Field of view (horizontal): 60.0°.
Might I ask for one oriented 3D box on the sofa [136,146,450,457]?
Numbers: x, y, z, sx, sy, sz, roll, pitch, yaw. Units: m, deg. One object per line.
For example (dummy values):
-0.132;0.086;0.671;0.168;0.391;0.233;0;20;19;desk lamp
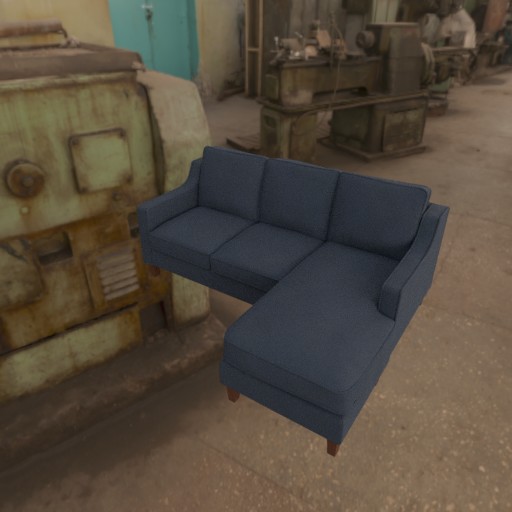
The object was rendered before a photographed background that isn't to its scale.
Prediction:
0.000;0.000;3.355;2.317;1.066;1.858;19;35;29;sofa
